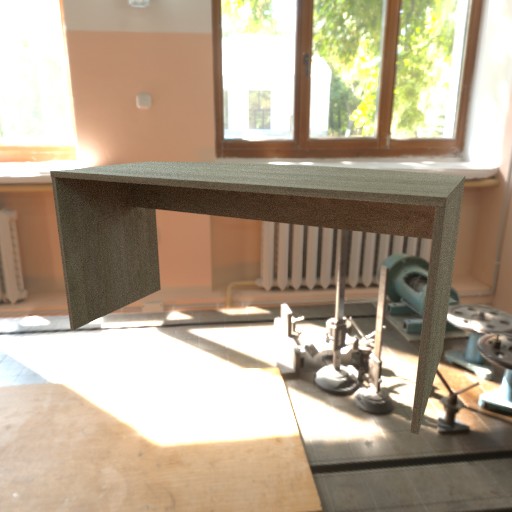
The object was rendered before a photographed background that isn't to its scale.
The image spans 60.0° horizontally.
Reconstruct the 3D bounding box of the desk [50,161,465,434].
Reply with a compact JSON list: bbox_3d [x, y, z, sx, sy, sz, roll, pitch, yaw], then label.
[{"bbox_3d":[0.000,0.000,1.998,1.600,0.752,0.802,9,18,27],"label":"desk"}]
